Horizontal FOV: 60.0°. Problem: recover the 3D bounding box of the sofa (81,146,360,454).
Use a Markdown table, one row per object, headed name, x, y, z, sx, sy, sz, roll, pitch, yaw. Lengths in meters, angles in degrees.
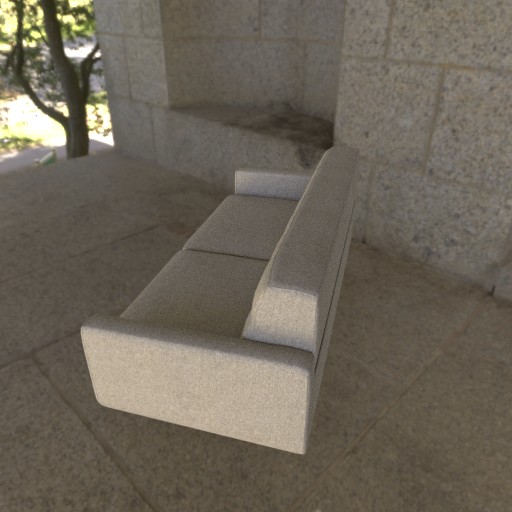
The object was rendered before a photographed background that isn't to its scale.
| name | x | y | z | sx | sy | sz | roll | pitch | yaw |
| --- | --- | --- | --- | --- | --- | --- | --- | --- | --- |
| sofa | 0.000 | 0.000 | 2.546 | 0.968 | 0.873 | 2.055 | 8 | 31 | 14 |
